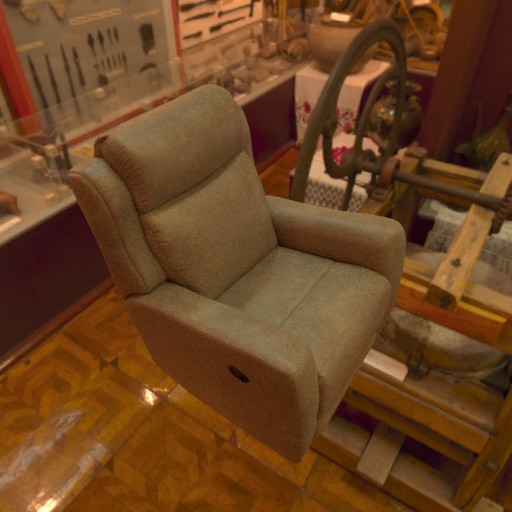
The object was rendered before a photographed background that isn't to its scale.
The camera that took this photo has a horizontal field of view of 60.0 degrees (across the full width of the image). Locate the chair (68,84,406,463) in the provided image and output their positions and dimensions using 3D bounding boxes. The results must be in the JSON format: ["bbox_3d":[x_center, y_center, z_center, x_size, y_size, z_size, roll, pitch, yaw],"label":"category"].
[{"bbox_3d":[0.000,0.000,1.894,1.068,1.116,0.965,25,47,26],"label":"chair"}]
